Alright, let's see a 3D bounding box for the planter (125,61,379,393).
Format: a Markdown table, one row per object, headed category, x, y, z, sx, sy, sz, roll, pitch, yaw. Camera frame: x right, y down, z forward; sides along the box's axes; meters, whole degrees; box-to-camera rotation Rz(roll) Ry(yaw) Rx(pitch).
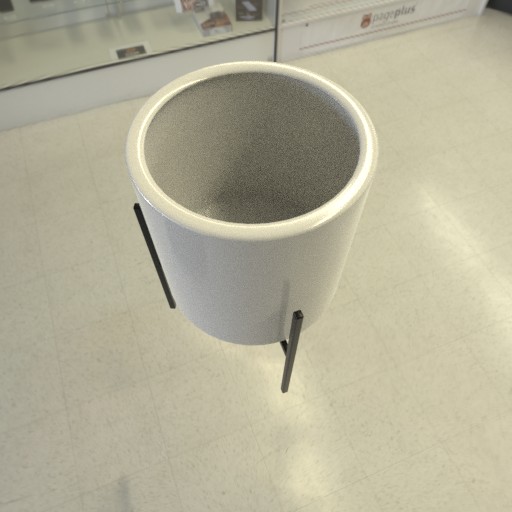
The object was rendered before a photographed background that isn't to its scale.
| category | x | y | z | sx | sy | sz | roll | pitch | yaw |
| --- | --- | --- | --- | --- | --- | --- | --- | --- | --- |
| planter | 0.000 | 0.000 | 0.526 | 0.239 | 0.356 | 0.239 | -16 | 59 | -10 |
